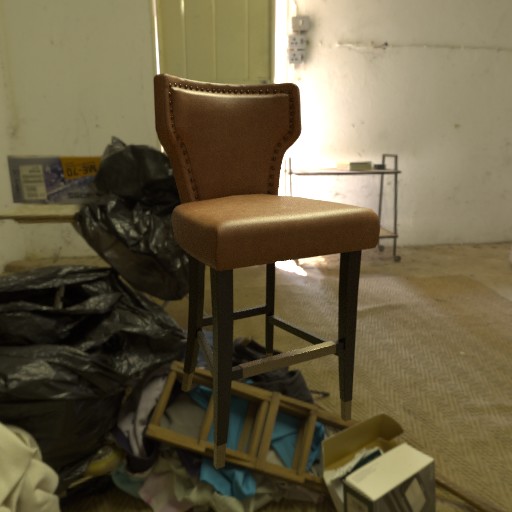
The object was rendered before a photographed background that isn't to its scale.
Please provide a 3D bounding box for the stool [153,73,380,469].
[{"bbox_3d":[0.000,0.000,1.411,0.526,1.092,0.563,-8,17,-27],"label":"stool"}]
